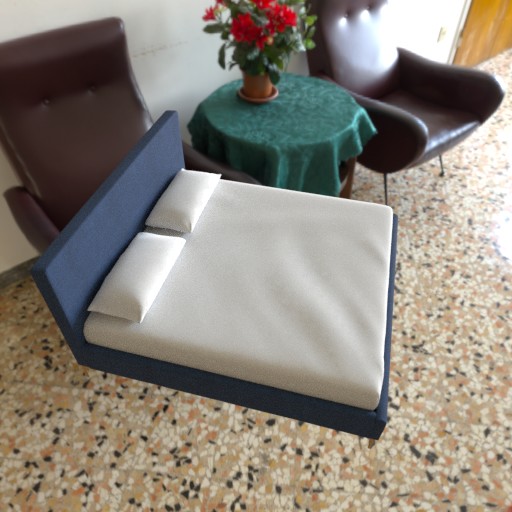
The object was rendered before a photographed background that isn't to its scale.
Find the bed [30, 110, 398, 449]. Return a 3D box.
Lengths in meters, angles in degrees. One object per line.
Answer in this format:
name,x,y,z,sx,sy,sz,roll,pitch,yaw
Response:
bed,0.000,0.000,3.530,2.232,1.231,2.096,11,46,10
